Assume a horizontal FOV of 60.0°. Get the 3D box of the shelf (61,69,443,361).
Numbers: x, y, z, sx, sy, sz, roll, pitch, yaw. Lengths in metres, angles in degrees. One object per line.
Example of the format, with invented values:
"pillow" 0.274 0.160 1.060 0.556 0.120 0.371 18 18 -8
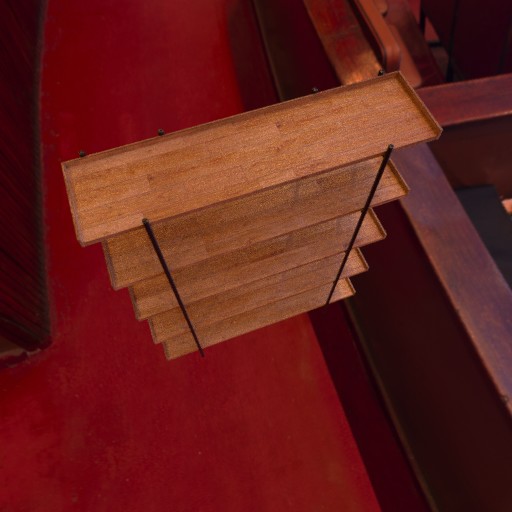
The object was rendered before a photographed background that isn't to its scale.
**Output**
"shelf" 0.000 0.000 2.433 1.371 1.826 0.379 -18 65 -9
